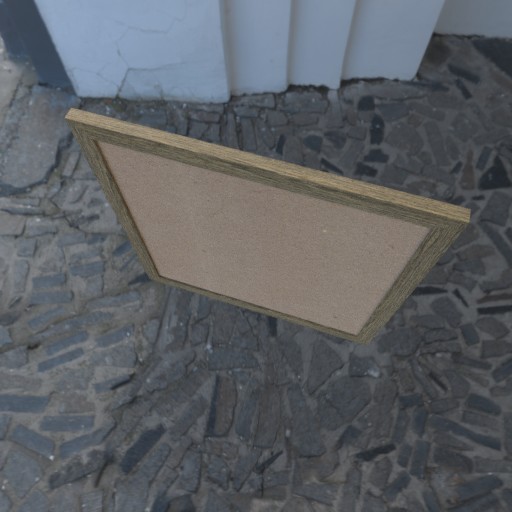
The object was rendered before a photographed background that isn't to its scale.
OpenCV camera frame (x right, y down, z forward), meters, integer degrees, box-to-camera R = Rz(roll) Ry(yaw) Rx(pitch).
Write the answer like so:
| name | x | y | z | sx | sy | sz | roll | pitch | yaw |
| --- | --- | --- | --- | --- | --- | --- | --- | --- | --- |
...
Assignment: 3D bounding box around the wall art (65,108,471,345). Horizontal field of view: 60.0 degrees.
| name | x | y | z | sx | sy | sz | roll | pitch | yaw |
| --- | --- | --- | --- | --- | --- | --- | --- | --- | --- |
| wall art | 0.000 | 0.000 | 0.762 | 0.508 | 0.508 | 0.019 | 16 | 64 | 8 |
